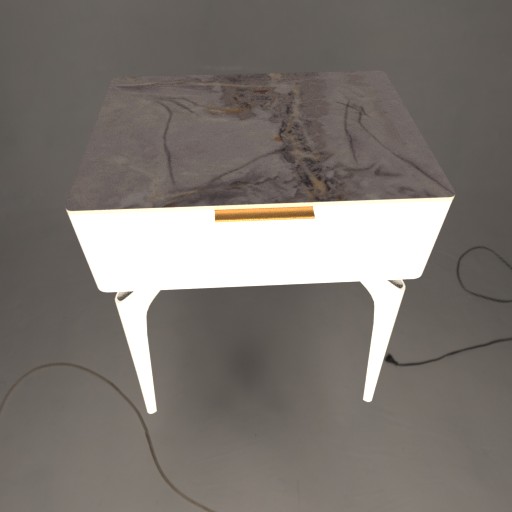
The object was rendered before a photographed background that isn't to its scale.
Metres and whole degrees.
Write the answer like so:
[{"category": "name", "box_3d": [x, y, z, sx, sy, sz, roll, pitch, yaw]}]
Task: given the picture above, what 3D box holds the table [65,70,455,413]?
[{"category": "table", "box_3d": [0.000, 0.000, 0.891, 0.500, 0.570, 0.400, -2, 47, -2]}]
